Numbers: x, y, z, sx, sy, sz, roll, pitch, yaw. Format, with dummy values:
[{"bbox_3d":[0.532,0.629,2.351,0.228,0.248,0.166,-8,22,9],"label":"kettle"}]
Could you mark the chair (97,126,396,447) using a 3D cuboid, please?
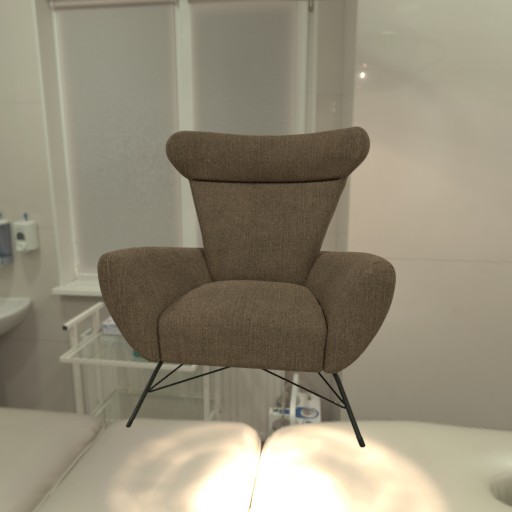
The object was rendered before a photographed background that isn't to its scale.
[{"bbox_3d":[0.000,0.000,1.801,0.980,1.040,0.900,2,12,8],"label":"chair"}]
